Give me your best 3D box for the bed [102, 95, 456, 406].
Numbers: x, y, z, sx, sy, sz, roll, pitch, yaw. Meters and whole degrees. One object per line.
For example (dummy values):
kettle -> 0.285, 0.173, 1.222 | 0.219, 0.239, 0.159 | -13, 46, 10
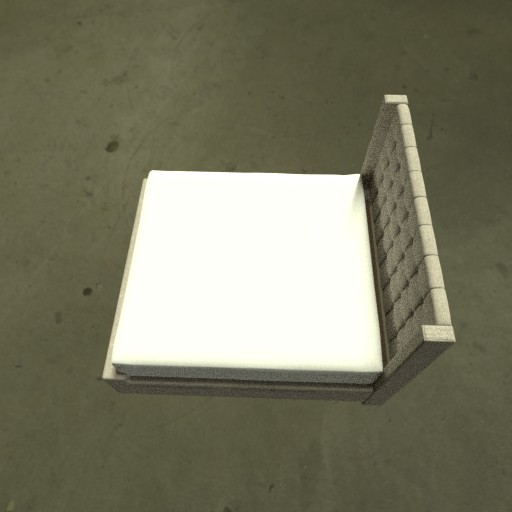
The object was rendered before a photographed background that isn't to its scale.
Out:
bed -> 0.000, 0.000, 3.775 | 2.372, 1.748, 2.044 | 2, 60, 1
